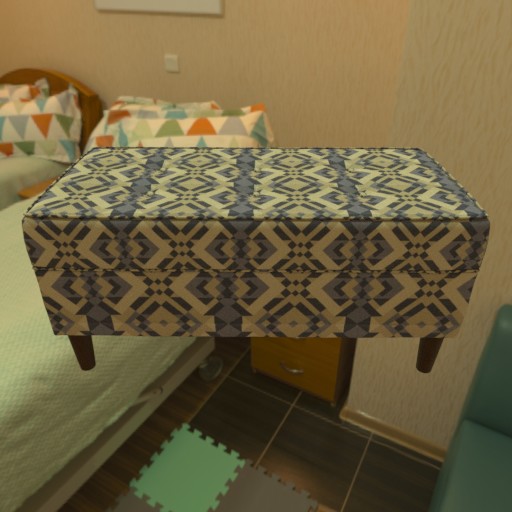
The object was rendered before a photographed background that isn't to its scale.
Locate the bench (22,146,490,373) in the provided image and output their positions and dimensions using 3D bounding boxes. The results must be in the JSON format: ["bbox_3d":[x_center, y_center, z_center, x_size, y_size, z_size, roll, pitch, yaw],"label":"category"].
[{"bbox_3d":[0.000,0.000,1.242,1.016,0.477,0.492,0,31,0],"label":"bench"}]
